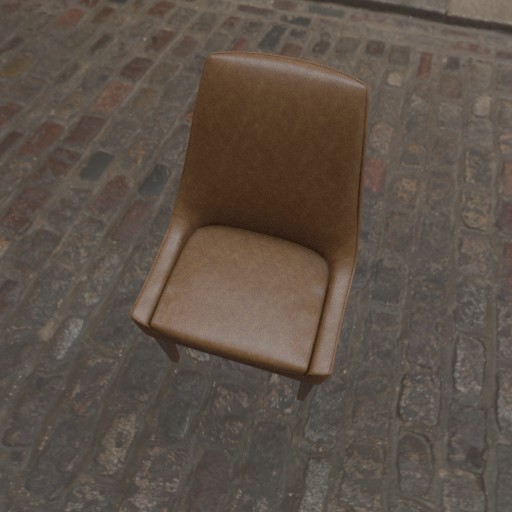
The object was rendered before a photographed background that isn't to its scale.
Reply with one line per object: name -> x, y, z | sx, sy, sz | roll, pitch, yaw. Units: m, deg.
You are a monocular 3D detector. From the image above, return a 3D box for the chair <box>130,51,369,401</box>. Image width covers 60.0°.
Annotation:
chair -> 0.000, 0.000, 1.198 | 0.529, 0.861, 0.544 | 15, 61, 8
